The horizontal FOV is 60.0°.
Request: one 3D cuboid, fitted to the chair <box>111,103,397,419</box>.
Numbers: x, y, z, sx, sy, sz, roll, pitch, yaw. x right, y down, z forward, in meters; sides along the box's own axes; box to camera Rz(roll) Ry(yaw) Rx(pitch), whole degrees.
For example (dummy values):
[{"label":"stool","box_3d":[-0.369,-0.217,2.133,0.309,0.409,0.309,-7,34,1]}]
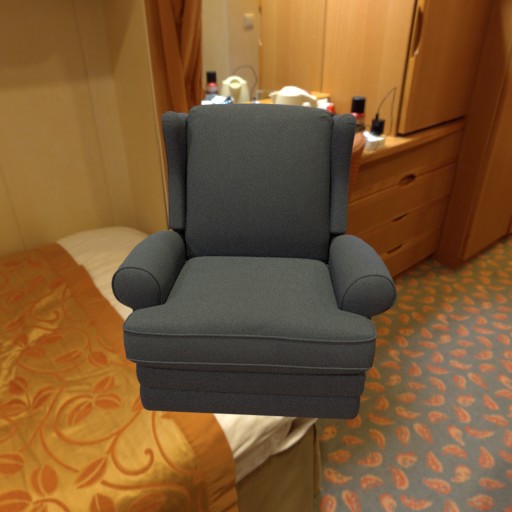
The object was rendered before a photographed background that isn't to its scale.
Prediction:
[{"label":"chair","box_3d":[0.000,0.000,1.742,0.971,1.020,0.877,2,30,3]}]
